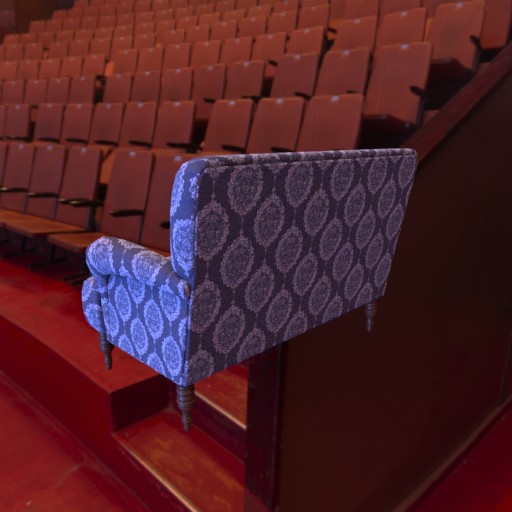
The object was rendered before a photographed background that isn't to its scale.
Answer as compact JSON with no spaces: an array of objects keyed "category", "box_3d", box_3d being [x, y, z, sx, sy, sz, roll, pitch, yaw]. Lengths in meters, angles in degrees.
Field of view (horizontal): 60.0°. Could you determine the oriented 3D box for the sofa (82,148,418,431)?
[{"category":"sofa","box_3d":[0.000,0.000,1.846,1.297,0.867,0.779,-14,21,-42]}]
